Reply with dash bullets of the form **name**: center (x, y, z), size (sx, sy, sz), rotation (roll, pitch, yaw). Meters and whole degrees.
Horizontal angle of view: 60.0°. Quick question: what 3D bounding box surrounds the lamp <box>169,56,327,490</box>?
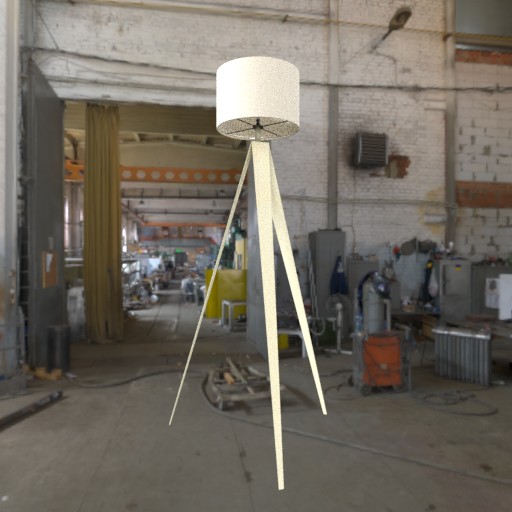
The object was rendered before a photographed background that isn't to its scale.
- **lamp**: center (0.000, 0.000, 1.941), size (0.724, 1.524, 0.716), rotation (0, 0, 36)
